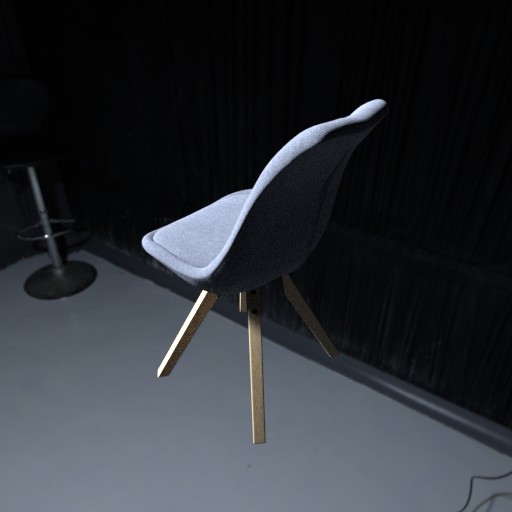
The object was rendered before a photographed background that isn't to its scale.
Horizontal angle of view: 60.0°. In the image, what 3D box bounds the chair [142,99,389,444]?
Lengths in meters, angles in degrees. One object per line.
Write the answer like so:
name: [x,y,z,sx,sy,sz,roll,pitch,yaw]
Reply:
chair: [0.000,0.000,1.207,0.550,0.850,0.485,22,39,31]
